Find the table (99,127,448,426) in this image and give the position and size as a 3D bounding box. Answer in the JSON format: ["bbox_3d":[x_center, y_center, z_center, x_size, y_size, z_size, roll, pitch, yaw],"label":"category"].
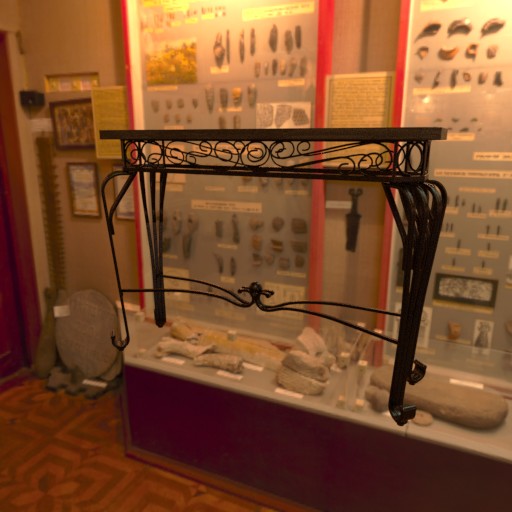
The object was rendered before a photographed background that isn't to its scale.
[{"bbox_3d":[0.000,0.000,1.460,1.112,0.800,0.329,7,17,25],"label":"table"}]
